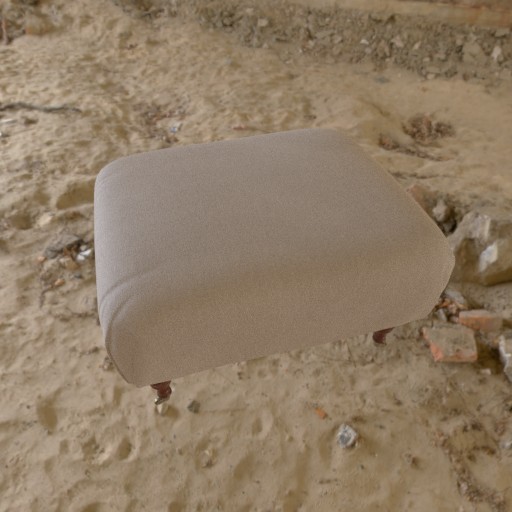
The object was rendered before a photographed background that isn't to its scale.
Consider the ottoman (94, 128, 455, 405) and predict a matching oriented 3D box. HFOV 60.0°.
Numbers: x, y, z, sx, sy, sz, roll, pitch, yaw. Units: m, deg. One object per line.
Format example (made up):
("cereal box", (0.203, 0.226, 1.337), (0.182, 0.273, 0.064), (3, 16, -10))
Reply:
("ottoman", (0.000, 0.000, 1.140), (0.746, 0.450, 0.622), (-11, 43, -12))
